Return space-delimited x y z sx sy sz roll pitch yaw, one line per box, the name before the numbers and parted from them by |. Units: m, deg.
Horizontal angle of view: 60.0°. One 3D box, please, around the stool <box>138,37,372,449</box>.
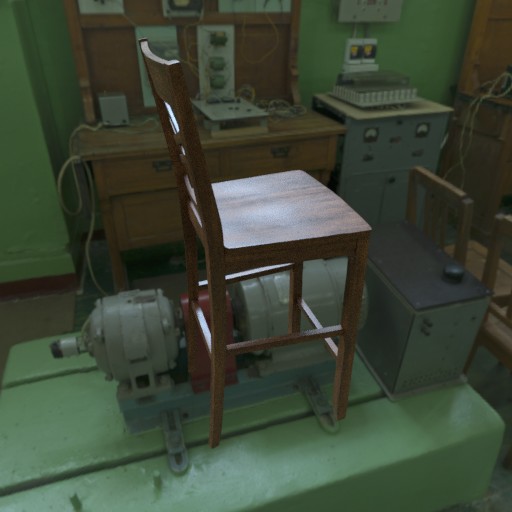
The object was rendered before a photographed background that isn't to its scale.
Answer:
stool | 0.000 0.000 1.270 0.487 1.105 0.433 -10 33 -16
